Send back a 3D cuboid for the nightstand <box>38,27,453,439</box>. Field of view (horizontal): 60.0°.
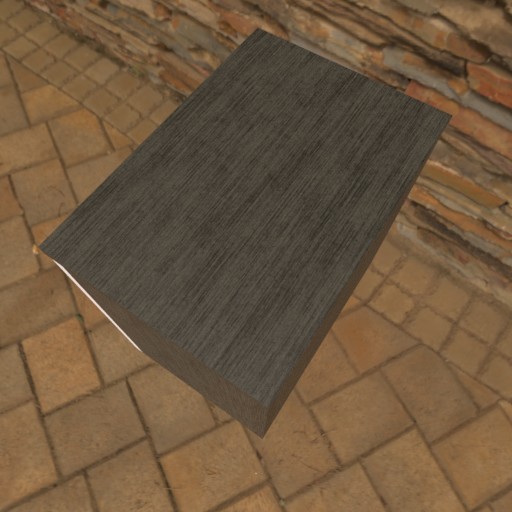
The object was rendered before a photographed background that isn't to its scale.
[{"bbox_3d":[0.000,0.000,0.747,0.325,0.460,0.441,31,68,14],"label":"nightstand"}]
